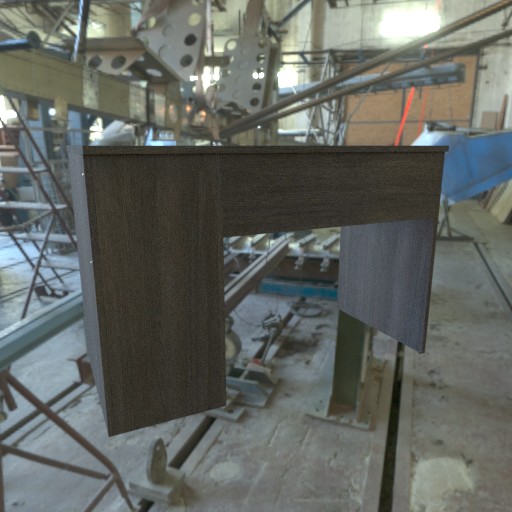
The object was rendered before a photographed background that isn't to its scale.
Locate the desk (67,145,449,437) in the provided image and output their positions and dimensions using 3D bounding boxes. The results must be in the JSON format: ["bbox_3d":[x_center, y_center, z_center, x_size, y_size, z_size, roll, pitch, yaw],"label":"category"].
[{"bbox_3d":[0.000,0.000,1.510,1.096,0.730,0.560,-7,15,-25],"label":"desk"}]
